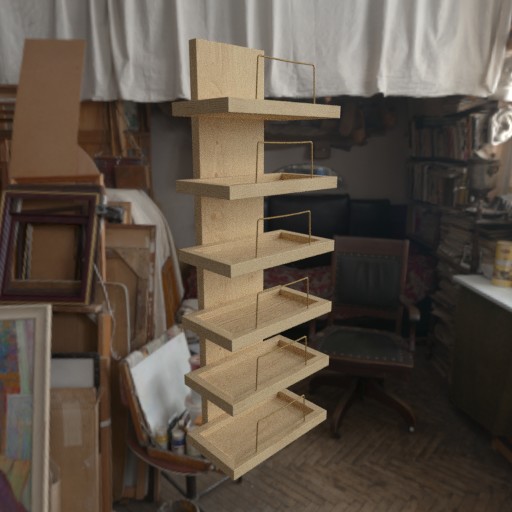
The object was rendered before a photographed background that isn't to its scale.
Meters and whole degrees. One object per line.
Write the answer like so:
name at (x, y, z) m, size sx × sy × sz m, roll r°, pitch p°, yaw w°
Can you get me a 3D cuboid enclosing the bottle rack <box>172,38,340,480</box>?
bottle rack at (0.000, 0.000, 1.053) m, size 0.330 × 0.943 × 0.206 m, roll -13°, pitch 20°, yaw -42°
